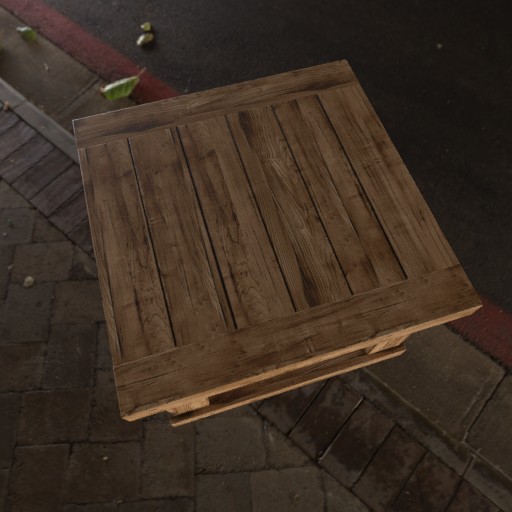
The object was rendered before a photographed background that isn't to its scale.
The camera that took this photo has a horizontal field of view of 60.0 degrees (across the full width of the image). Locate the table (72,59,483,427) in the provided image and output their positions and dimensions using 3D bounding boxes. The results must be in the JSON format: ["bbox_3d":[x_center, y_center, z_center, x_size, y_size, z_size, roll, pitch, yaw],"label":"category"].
[{"bbox_3d":[0.000,0.000,1.036,0.610,0.457,0.610,-15,65,-7],"label":"table"}]
